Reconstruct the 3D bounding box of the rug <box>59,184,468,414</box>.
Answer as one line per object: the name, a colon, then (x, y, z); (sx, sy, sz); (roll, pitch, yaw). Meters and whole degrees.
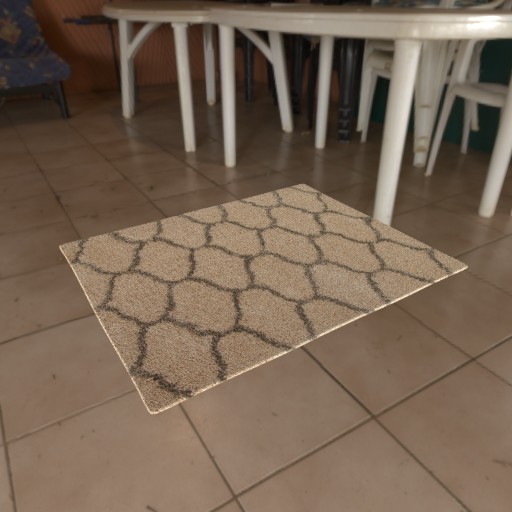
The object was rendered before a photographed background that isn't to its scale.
rug: (0.000, 0.000, 4.127); (3.000, 0.026, 2.399); (-18, 35, -28)
